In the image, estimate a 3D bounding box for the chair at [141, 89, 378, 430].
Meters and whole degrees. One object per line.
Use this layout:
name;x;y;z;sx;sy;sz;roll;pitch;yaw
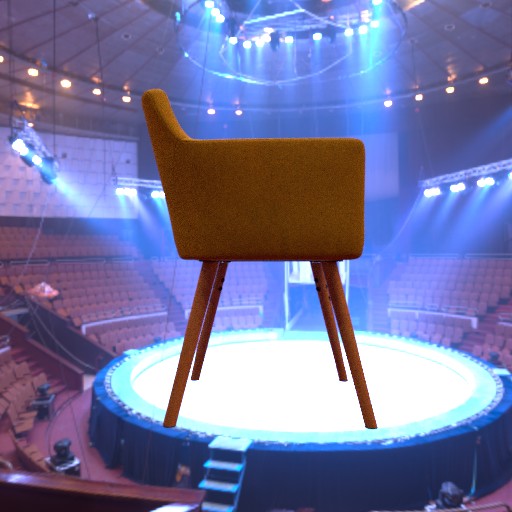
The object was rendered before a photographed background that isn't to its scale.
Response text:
chair;0.000;0.000;1.206;0.570;0.780;0.570;0;0;1
